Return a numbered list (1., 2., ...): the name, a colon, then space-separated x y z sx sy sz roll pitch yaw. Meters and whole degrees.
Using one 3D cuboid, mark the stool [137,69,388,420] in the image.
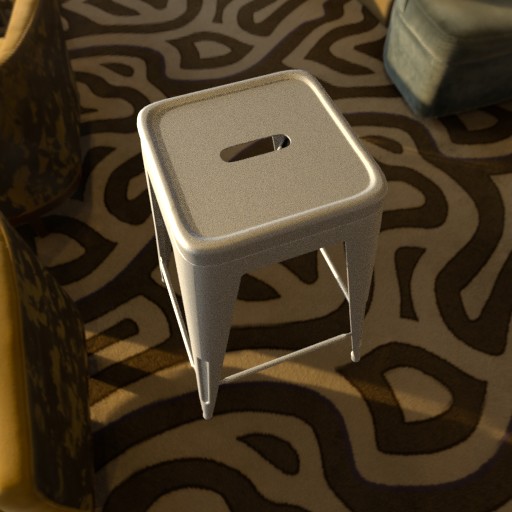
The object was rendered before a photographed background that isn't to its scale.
1. stool: 0.000 0.000 0.905 0.406 0.610 0.406 -18 60 -11
